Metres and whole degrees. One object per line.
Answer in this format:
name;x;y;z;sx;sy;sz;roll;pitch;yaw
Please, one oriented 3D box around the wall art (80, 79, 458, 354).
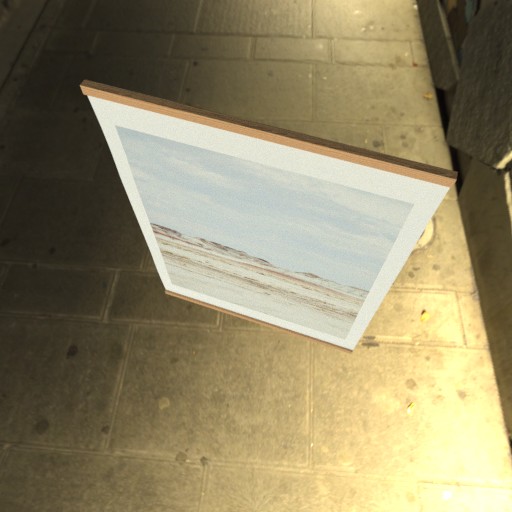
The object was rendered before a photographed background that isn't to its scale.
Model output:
wall art;0.000;0.000;0.777;0.458;0.605;0.011;17;61;9
